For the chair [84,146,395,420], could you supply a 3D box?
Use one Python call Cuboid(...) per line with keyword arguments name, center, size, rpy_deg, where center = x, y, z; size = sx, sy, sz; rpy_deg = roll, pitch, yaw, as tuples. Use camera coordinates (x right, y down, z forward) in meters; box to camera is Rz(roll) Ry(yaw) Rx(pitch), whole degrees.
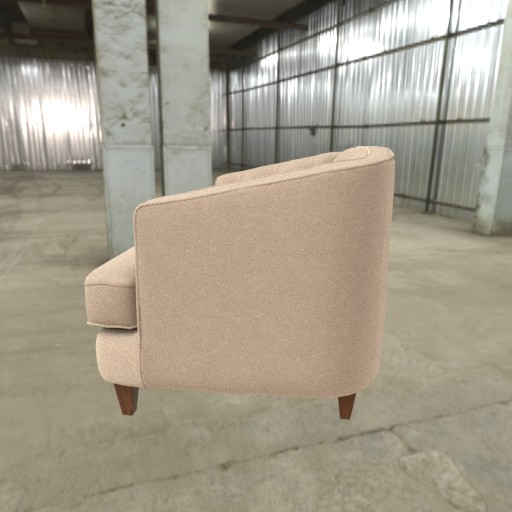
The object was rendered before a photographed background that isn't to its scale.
Cuboid(name="chair", center=(0.000, 0.000, 1.768), size=(0.941, 0.852, 1.104), rpy_deg=(2, 15, 8))
